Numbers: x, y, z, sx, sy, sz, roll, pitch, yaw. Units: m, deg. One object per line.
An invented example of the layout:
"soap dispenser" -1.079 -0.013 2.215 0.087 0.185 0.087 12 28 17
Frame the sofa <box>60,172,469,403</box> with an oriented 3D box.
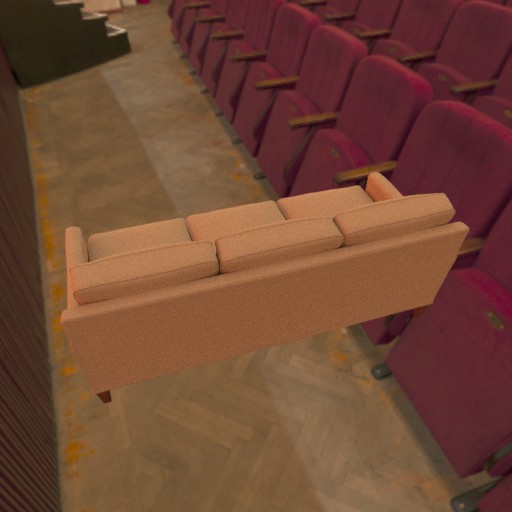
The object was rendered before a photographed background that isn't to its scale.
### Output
"sofa" 0.000 0.000 2.811 2.246 1.003 1.084 -12 43 -13
